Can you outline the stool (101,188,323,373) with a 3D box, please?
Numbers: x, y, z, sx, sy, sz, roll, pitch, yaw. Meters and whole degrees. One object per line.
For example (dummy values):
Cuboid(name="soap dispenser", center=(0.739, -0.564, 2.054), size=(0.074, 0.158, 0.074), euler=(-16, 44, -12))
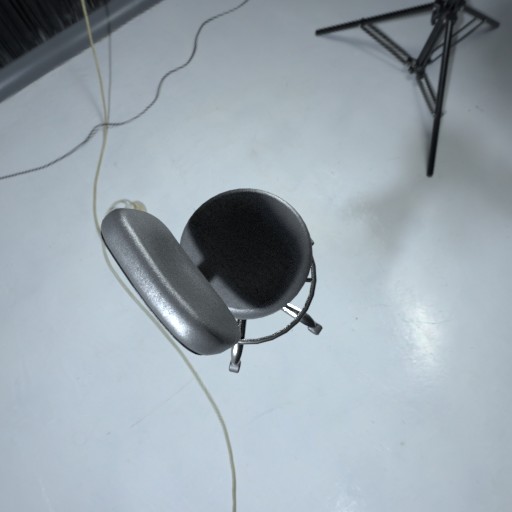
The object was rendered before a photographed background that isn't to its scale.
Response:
Cuboid(name="stool", center=(0.000, 0.000, 1.490), size=(0.658, 1.069, 0.694), euler=(-37, 79, -9))
